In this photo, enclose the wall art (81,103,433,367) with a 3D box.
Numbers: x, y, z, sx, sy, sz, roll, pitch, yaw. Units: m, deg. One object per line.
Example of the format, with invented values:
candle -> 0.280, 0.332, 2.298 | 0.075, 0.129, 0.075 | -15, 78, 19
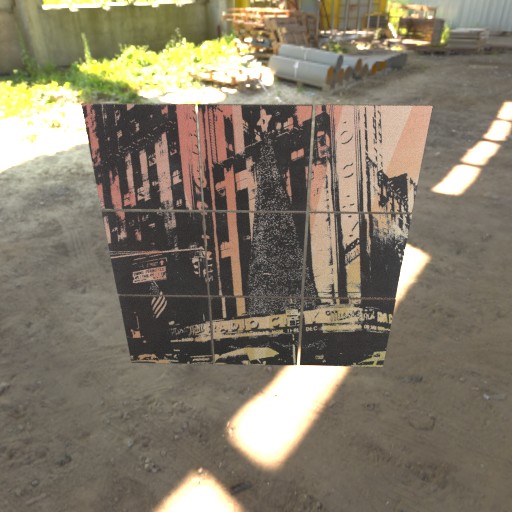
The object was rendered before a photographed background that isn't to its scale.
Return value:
wall art -> 0.000, 0.000, 1.389 | 0.919, 0.917, 0.010 | 1, 30, 1
